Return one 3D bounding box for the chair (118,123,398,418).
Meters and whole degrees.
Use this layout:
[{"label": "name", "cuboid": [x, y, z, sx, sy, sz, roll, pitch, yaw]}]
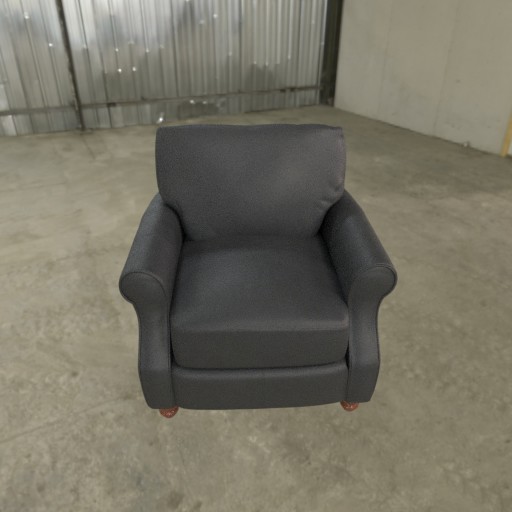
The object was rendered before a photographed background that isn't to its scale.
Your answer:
[{"label": "chair", "cuboid": [0.000, 0.000, 1.868, 1.015, 0.960, 1.027, 1, 30, 2]}]
